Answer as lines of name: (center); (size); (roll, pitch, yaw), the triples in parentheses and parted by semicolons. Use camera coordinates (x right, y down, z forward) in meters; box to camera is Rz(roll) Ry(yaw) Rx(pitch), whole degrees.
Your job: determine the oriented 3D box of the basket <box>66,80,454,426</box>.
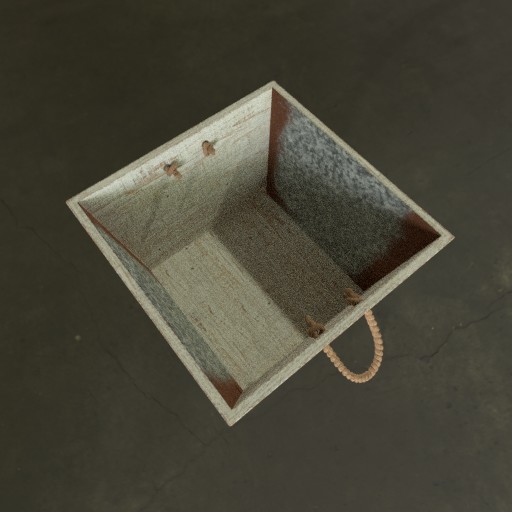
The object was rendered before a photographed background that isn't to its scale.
basket: (0.000, 0.000, 0.770); (0.413, 0.247, 0.545); (-36, 68, -16)
